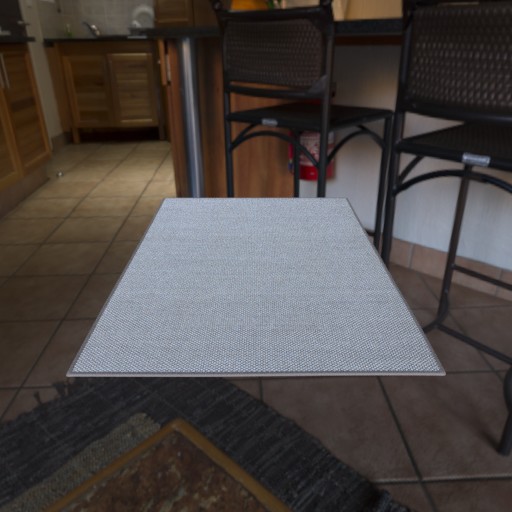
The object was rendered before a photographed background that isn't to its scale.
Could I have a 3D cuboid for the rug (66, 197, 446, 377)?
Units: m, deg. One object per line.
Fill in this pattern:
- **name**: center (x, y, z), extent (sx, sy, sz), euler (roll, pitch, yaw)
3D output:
- **rug**: center (0.000, 0.000, 2.698), extent (1.517, 0.013, 2.115), euler (0, 27, 0)
